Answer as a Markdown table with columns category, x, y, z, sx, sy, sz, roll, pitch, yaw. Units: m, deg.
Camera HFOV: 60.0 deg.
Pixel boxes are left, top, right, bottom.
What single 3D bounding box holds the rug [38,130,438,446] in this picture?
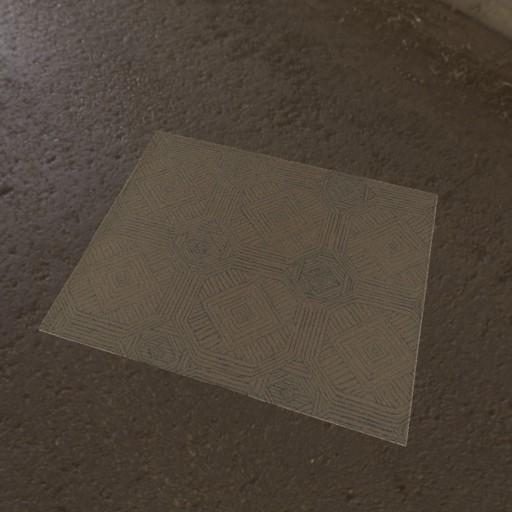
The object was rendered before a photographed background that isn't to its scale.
| category | x | y | z | sx | sy | sz | roll | pitch | yaw |
| --- | --- | --- | --- | --- | --- | --- | --- | --- | --- |
| rug | 0.000 | 0.000 | 4.067 | 3.049 | 0.015 | 2.457 | 15 | 60 | 9 |
